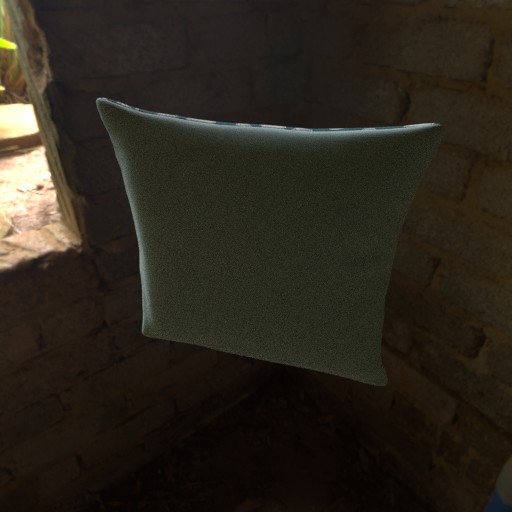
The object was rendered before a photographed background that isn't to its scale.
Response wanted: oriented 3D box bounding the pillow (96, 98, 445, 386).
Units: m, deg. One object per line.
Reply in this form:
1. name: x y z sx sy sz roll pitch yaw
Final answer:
1. pillow: 0.000 0.000 0.782 0.525 0.508 0.166 9 33 13
